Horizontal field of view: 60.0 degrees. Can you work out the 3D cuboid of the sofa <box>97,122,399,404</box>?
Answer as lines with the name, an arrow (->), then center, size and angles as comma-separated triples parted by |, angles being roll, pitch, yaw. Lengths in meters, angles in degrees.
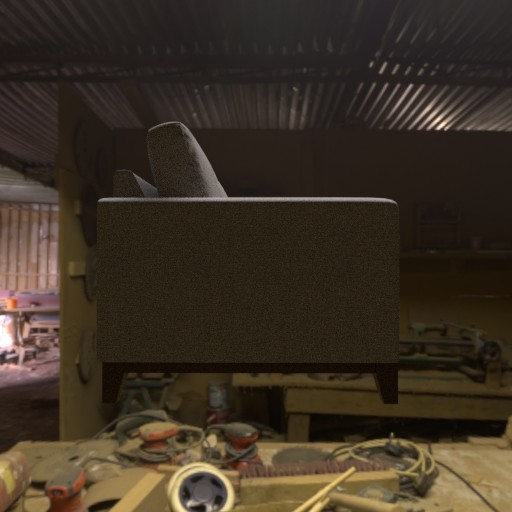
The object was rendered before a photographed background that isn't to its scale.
sofa -> 0.000, 0.000, 1.989 | 0.917, 0.873, 1.420 | 0, 0, 1
